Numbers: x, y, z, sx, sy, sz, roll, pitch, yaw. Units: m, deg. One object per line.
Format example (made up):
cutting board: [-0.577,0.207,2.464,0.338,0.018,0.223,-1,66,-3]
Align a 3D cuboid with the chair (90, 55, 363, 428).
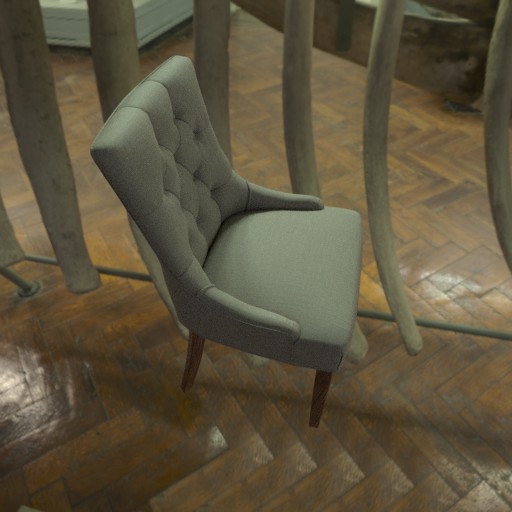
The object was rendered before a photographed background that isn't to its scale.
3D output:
chair: [0.000,0.000,1.197,0.565,0.874,0.509,9,46,9]
